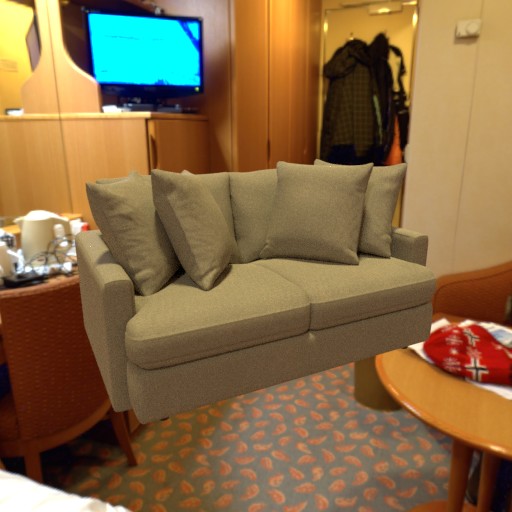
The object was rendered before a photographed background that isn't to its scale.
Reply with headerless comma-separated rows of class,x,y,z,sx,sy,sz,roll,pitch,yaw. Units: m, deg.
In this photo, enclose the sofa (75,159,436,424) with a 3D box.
sofa,0.000,0.000,2.615,1.869,1.080,1.228,-8,18,-26
